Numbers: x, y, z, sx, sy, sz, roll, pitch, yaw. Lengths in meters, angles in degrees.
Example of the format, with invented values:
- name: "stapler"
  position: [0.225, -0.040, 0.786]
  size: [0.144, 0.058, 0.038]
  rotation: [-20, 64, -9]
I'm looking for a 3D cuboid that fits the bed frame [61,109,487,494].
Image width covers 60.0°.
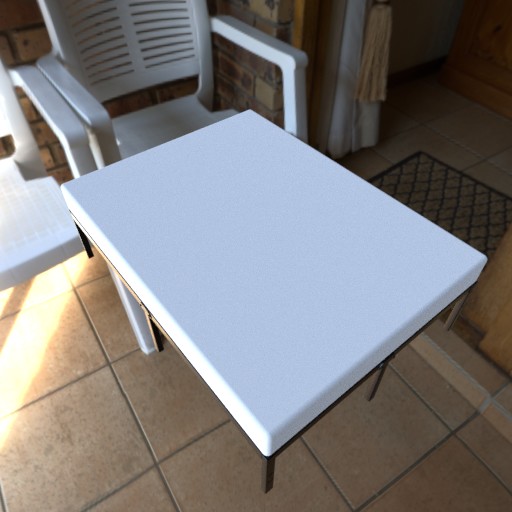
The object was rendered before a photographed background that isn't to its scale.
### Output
- name: "bed frame"
  position: [0.000, 0.000, 2.798]
  size: [1.557, 0.659, 2.072]
  rotation: [-30, 53, -26]
